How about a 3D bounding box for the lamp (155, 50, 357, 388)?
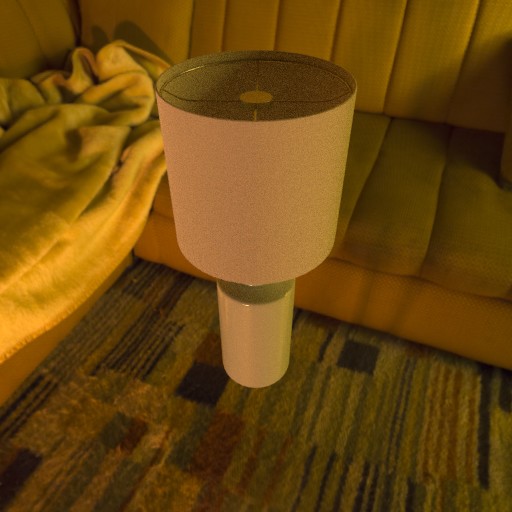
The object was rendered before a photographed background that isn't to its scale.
[{"bbox_3d":[0.000,0.000,0.630,0.212,0.493,0.212,1,41,1],"label":"lamp"}]
